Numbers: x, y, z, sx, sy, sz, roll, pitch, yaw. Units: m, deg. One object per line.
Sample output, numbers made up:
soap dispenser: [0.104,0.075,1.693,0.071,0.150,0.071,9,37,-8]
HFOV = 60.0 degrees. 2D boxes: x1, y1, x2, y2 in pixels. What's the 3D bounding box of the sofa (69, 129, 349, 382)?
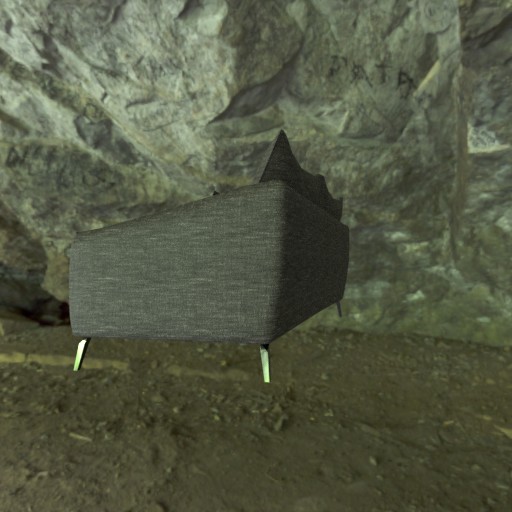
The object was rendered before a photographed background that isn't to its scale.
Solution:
sofa: [0.000,0.000,2.417,0.807,0.843,2.019,0,-1,18]
